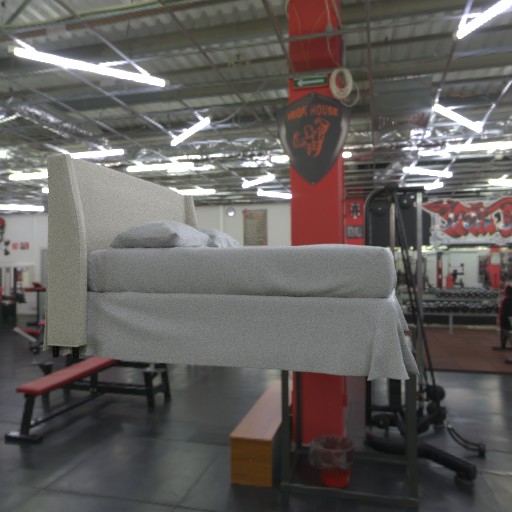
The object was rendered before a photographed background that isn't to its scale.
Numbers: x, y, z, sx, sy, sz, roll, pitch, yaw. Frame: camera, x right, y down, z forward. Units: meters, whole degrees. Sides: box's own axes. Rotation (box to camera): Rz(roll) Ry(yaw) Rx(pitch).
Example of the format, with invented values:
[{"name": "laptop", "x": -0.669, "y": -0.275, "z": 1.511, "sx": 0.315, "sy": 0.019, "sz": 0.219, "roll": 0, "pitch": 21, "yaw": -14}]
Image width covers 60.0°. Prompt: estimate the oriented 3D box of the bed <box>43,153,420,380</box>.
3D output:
[{"name": "bed", "x": 0.000, "y": 0.000, "z": 3.418, "sx": 2.276, "sy": 1.332, "sz": 1.925, "roll": 0, "pitch": -1, "yaw": 17}]
